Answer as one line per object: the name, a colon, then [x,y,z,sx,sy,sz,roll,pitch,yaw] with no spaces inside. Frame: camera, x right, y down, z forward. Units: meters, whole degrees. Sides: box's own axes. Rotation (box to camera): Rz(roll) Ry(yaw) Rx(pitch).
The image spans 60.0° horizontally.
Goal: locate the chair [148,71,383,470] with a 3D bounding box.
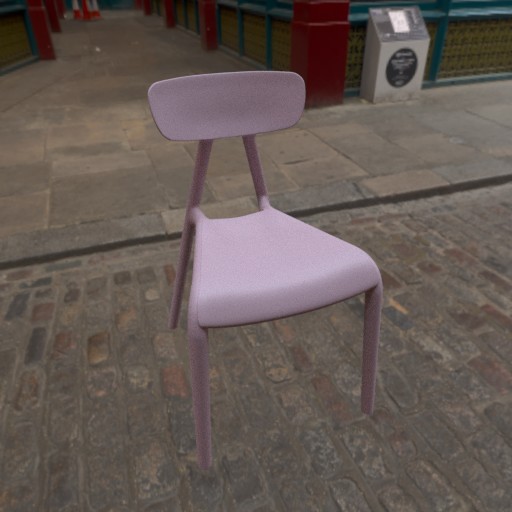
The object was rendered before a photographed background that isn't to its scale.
chair: [0.000,0.000,0.827,0.356,0.580,0.401,-11,35,-17]
